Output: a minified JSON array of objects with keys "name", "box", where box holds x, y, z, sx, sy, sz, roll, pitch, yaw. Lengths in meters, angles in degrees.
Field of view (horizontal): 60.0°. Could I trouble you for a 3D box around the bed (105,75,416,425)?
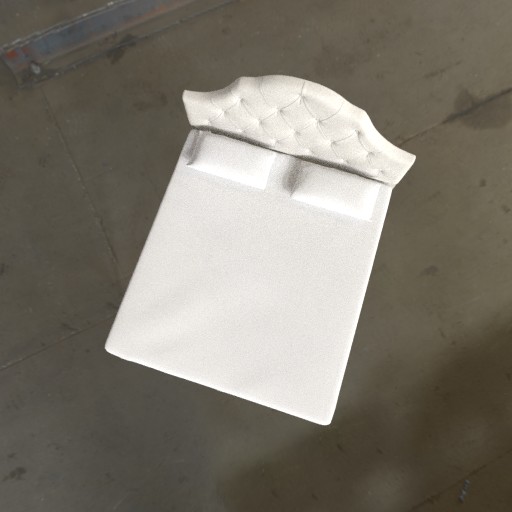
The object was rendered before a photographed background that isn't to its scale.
[{"name":"bed","box":[0.000,0.000,3.573,2.008,1.615,2.214,17,76,4]}]
